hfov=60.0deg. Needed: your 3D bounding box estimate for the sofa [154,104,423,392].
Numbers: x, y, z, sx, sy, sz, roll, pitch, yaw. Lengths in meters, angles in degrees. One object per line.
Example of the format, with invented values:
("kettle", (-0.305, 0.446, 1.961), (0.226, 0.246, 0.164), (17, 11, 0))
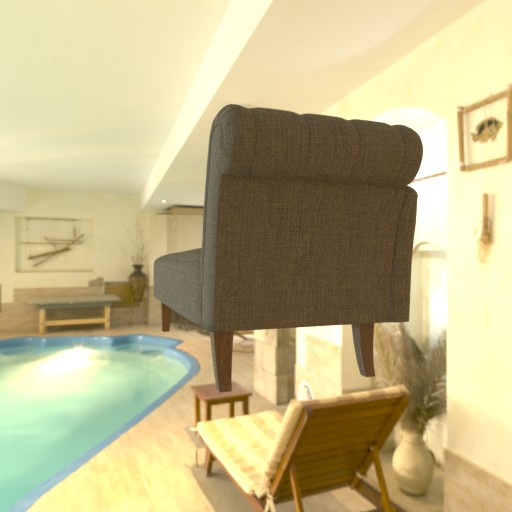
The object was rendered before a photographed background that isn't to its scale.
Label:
("sofa", (0.000, 0.000, 1.823), (0.675, 0.787, 1.379), (0, 0, -20))
